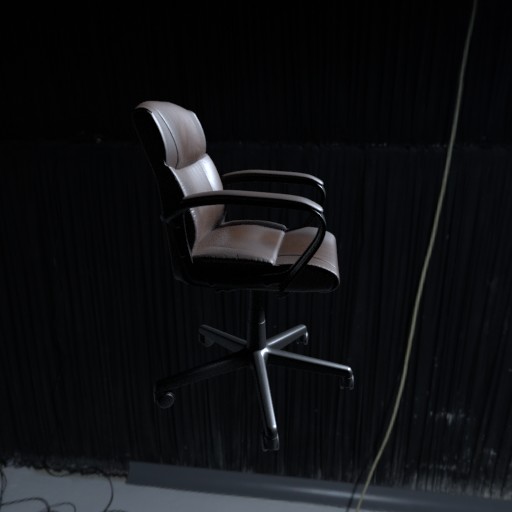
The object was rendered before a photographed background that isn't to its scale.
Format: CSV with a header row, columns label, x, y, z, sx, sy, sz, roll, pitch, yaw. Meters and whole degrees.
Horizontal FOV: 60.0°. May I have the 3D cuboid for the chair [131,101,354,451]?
label,x,y,z,sx,sy,sz,roll,pitch,yaw
chair,0.000,0.000,1.518,0.717,1.004,0.739,3,17,8
